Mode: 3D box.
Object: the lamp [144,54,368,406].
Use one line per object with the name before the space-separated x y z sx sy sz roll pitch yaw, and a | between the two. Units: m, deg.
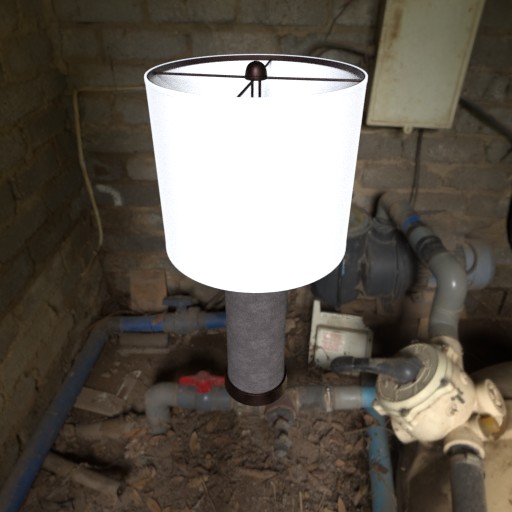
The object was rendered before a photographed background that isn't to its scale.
lamp | 0.000 0.000 0.772 0.301 0.630 0.301 -21 38 -29
